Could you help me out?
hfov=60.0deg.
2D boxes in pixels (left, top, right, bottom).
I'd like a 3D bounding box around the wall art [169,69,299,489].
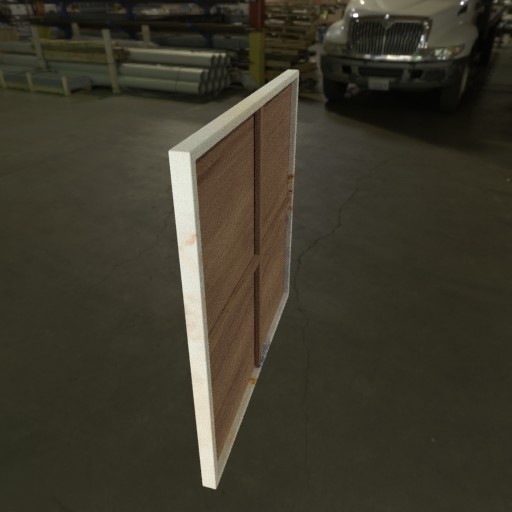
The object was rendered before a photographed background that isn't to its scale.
[{"bbox_3d":[0.000,0.000,1.288,0.038,0.889,0.889,8,32,13],"label":"wall art"}]
